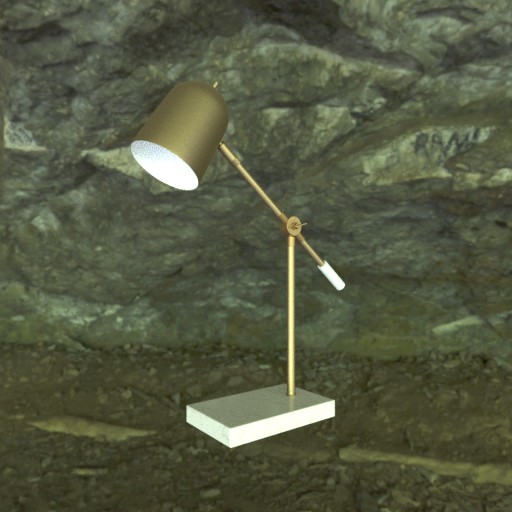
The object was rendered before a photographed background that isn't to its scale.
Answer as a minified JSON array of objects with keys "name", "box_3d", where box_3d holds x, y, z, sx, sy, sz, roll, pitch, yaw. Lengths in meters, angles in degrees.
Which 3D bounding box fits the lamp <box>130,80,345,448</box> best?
[{"name":"lamp","box_3d":[0.000,0.000,0.816,0.471,0.603,0.144,1,-1,-37]}]
